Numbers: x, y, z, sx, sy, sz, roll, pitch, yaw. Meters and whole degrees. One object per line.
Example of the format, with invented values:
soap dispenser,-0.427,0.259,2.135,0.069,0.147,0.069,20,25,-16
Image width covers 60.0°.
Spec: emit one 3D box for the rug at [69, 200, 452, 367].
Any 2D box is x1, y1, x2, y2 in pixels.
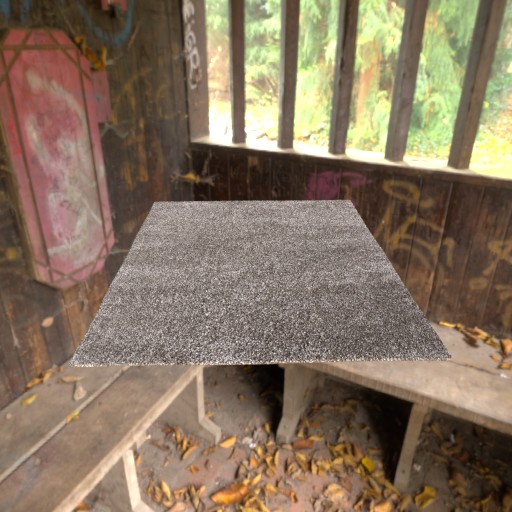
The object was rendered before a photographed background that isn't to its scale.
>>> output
rug,0.000,0.000,4.107,2.401,0.025,3.000,-1,26,-1
